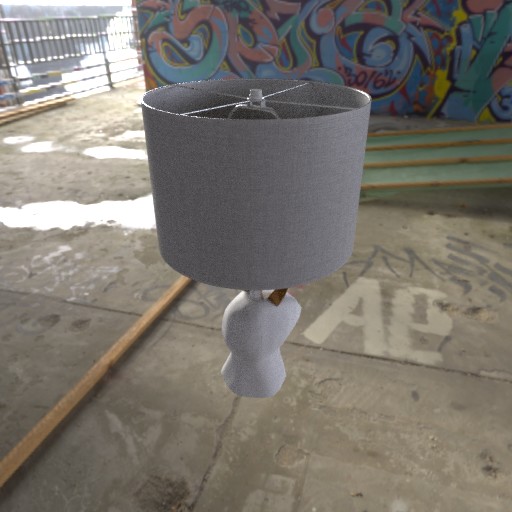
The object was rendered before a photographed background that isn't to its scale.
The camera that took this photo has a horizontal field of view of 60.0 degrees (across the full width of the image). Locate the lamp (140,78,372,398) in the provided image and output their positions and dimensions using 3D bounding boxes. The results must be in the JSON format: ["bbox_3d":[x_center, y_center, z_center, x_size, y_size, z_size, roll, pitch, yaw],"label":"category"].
[{"bbox_3d":[0.000,0.000,0.708,0.298,0.503,0.298,20,35,31],"label":"lamp"}]
